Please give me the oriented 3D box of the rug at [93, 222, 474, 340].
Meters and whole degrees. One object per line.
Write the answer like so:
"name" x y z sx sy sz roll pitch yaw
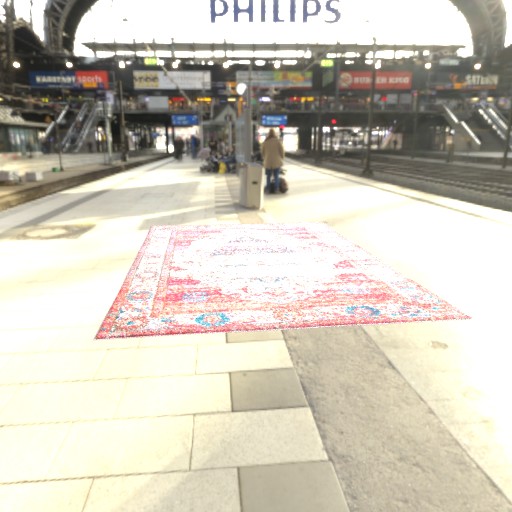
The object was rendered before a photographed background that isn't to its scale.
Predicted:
"rug" 0.000 0.000 2.264 1.219 0.006 1.829 -2 15 -7
